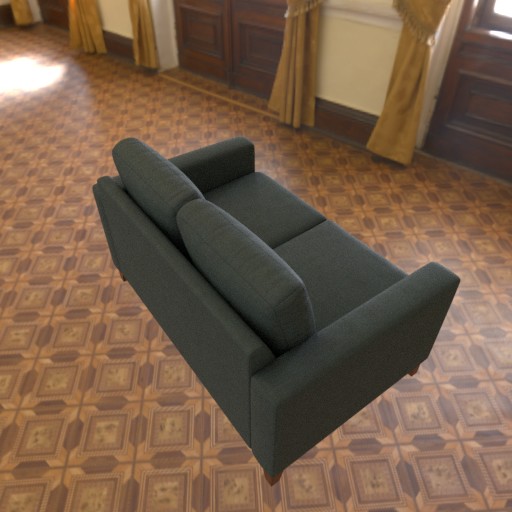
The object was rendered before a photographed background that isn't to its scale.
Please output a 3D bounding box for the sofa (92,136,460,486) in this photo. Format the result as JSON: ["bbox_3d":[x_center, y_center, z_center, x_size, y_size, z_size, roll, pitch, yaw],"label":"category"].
[{"bbox_3d":[0.000,0.000,2.072,0.955,0.903,1.489,-26,48,-26],"label":"sofa"}]
